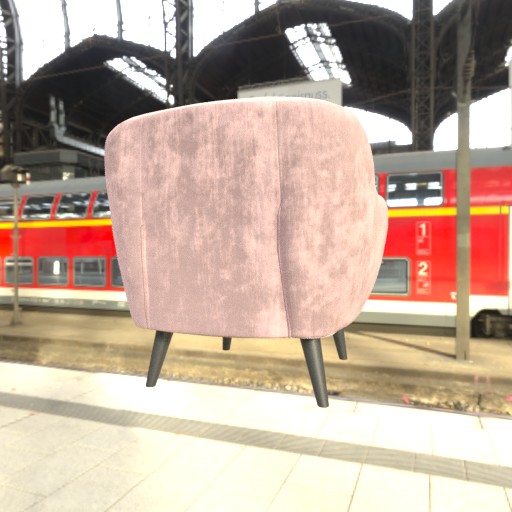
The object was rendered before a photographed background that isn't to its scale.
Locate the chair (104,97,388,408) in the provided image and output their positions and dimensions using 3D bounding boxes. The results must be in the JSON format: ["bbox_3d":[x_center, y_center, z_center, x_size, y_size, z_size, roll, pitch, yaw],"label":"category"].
[{"bbox_3d":[0.000,0.000,1.522,0.840,0.820,0.820,0,1,19],"label":"chair"}]
